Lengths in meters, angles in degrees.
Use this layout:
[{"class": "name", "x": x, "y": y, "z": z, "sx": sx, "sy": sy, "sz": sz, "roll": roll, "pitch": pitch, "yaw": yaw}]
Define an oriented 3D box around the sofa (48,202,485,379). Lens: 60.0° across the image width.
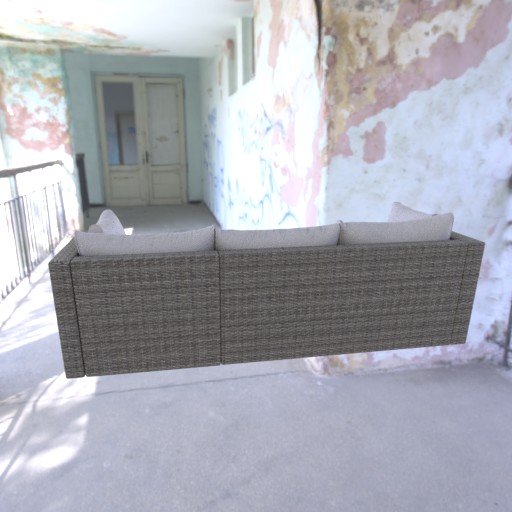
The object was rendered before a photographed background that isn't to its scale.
[{"class": "sofa", "x": 0.000, "y": 0.000, "z": 3.019, "sx": 2.192, "sy": 0.766, "sz": 1.662, "roll": -3, "pitch": 15, "yaw": -10}]
